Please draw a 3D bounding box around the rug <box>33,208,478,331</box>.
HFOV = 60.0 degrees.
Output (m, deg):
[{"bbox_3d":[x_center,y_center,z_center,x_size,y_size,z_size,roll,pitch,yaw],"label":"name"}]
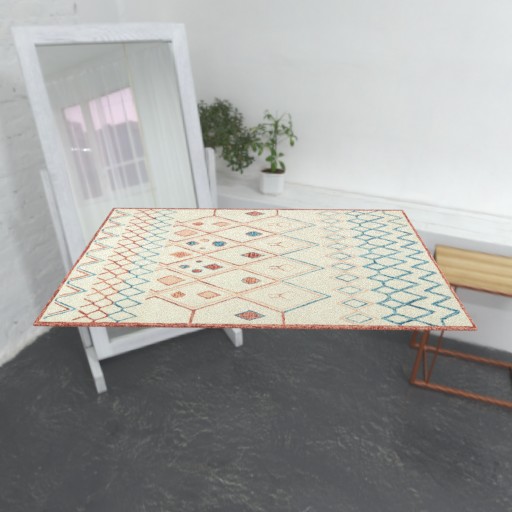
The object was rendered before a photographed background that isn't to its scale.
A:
[{"bbox_3d":[0.000,0.000,3.076,2.438,0.015,1.524,0,31,1],"label":"rug"}]
